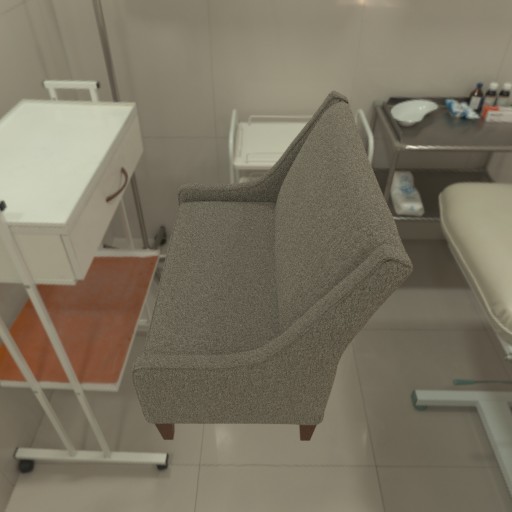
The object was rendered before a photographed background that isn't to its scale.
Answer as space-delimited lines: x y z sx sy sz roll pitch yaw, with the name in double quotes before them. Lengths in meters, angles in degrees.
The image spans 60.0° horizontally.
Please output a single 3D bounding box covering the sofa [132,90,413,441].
"sofa" 0.000 0.000 1.957 0.862 1.026 1.242 0 41 0
